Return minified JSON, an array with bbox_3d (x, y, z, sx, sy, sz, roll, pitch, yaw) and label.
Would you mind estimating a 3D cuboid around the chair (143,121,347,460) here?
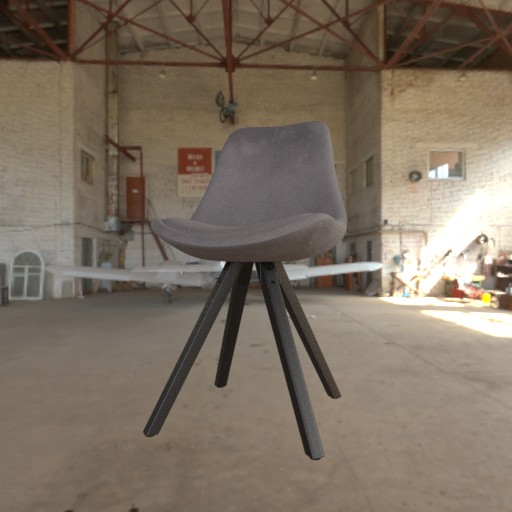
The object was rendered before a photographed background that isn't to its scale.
[{"bbox_3d":[0.000,0.000,1.193,0.476,0.850,0.550,0,0,17],"label":"chair"}]
